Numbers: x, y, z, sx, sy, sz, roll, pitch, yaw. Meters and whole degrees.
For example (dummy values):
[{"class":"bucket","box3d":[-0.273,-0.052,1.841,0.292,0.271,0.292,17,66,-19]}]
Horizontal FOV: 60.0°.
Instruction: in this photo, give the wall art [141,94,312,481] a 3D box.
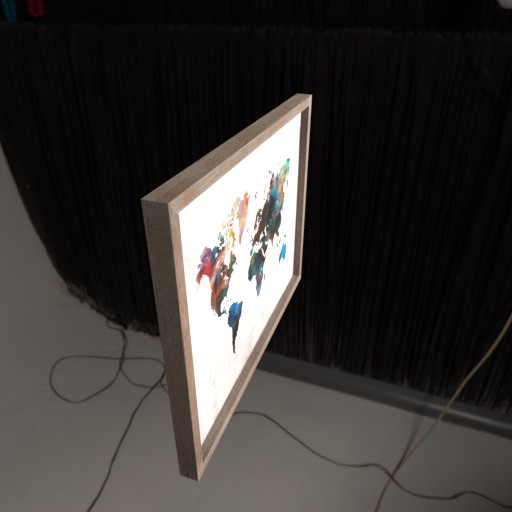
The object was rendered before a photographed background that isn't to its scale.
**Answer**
[{"class":"wall art","box3d":[0.000,0.000,1.773,0.070,1.009,1.320,10,32,17]}]
